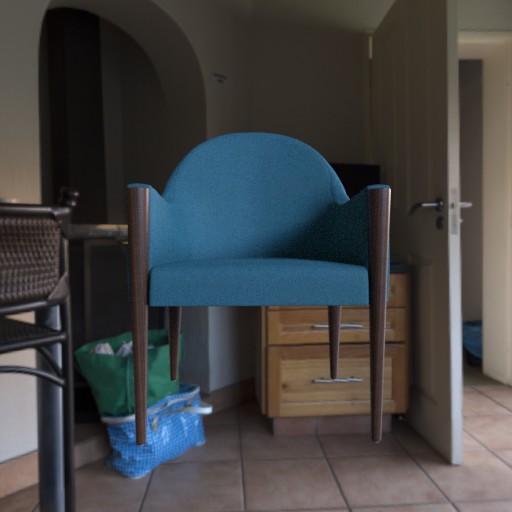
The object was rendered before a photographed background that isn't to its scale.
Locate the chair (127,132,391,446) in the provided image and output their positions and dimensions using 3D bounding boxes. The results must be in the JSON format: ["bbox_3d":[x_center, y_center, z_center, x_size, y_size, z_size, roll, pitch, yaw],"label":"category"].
[{"bbox_3d":[0.000,0.000,1.366,0.656,0.907,0.652,0,1,-2],"label":"chair"}]
